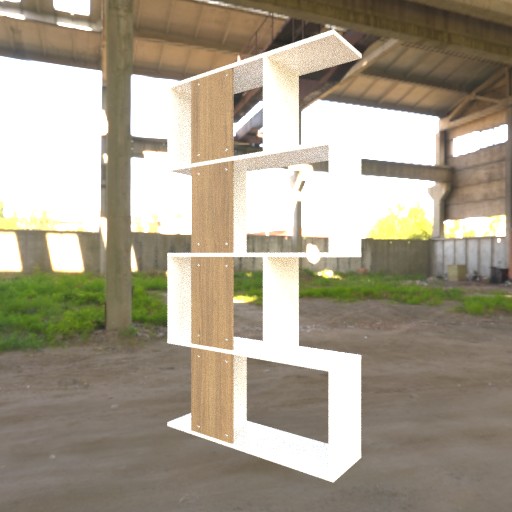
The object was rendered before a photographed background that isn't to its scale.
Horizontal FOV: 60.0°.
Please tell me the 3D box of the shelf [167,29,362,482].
[{"bbox_3d":[0.000,0.000,1.979,0.890,1.650,0.250,0,0,37],"label":"shelf"}]
